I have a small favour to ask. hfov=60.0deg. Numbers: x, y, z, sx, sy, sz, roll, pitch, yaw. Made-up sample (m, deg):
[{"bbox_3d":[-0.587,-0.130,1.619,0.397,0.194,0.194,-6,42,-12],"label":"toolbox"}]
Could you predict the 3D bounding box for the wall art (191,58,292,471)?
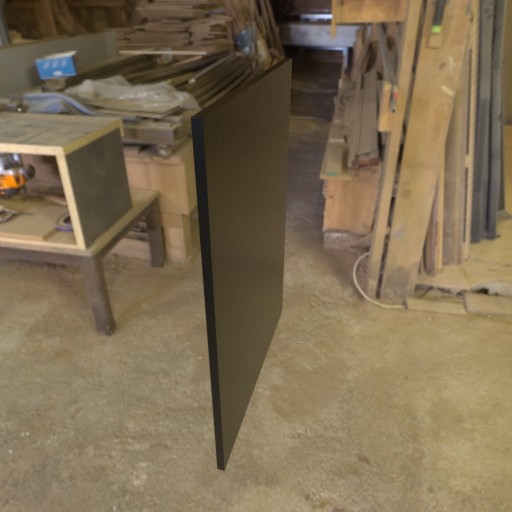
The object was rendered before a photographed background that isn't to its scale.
[{"bbox_3d":[0.000,0.000,0.775,0.013,0.582,0.442,8,32,13],"label":"wall art"}]
